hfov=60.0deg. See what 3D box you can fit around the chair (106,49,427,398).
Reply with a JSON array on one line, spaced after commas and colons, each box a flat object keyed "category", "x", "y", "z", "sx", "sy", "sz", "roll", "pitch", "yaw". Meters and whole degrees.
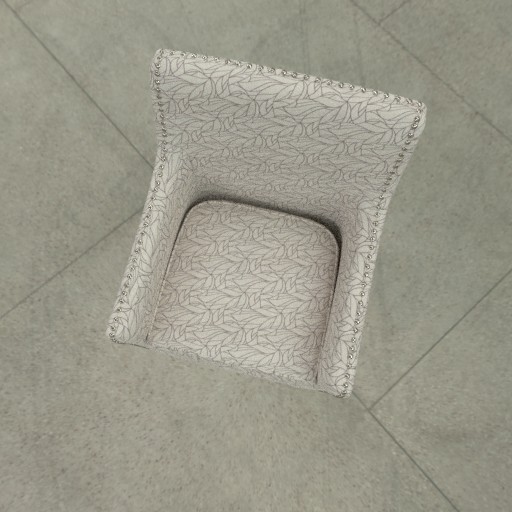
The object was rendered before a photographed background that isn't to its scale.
[{"category": "chair", "x": 0.000, "y": 0.000, "z": 1.262, "sx": 0.623, "sy": 0.816, "sz": 0.651, "roll": 13, "pitch": 76, "yaw": 3}]
